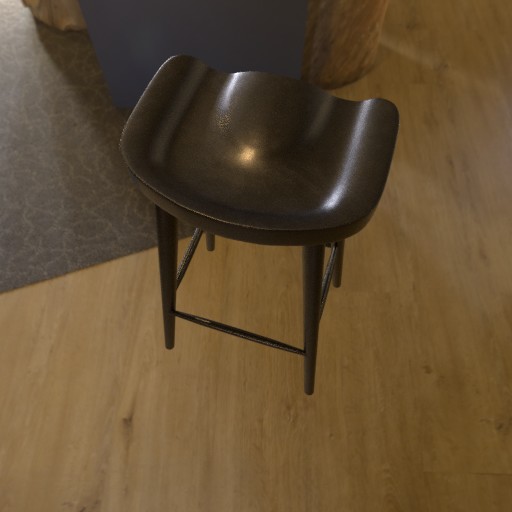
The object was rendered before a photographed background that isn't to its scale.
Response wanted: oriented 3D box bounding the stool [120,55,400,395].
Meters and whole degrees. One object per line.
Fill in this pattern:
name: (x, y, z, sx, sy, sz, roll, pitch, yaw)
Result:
stool: (0.000, 0.000, 0.990, 0.440, 0.749, 0.361, 16, 64, 8)
